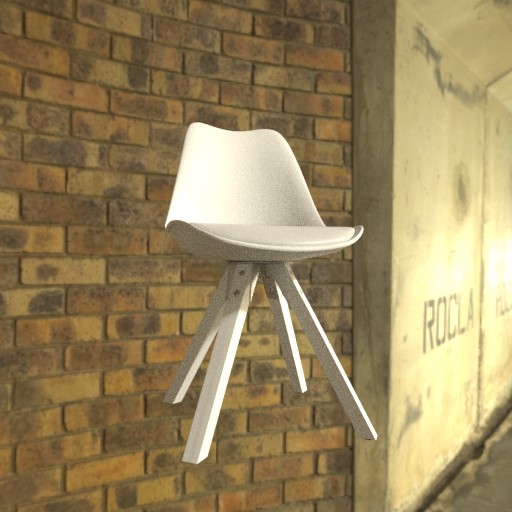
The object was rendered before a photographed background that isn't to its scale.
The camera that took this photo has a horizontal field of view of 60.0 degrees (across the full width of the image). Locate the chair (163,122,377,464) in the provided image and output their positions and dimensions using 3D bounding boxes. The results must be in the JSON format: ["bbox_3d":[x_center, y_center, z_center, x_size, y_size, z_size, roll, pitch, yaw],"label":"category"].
[{"bbox_3d":[0.000,0.000,1.185,0.485,0.850,0.550,0,-2,-17],"label":"chair"}]
